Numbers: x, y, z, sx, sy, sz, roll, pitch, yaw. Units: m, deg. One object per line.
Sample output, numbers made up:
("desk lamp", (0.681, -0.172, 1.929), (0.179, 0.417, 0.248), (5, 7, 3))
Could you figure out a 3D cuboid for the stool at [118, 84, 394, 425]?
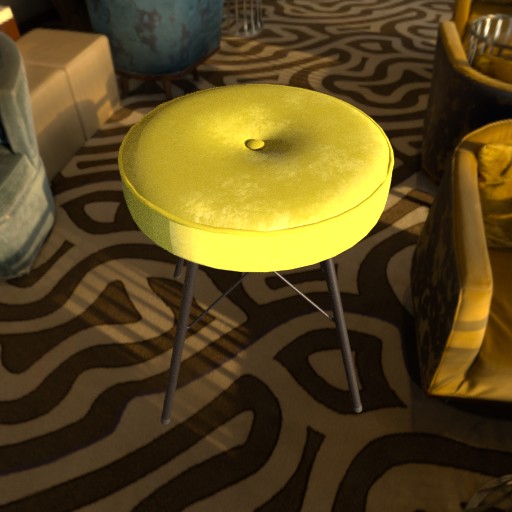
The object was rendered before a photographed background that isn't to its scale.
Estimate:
("stool", (0.000, 0.000, 0.835), (0.409, 0.508, 0.409), (-3, 45, -3))
